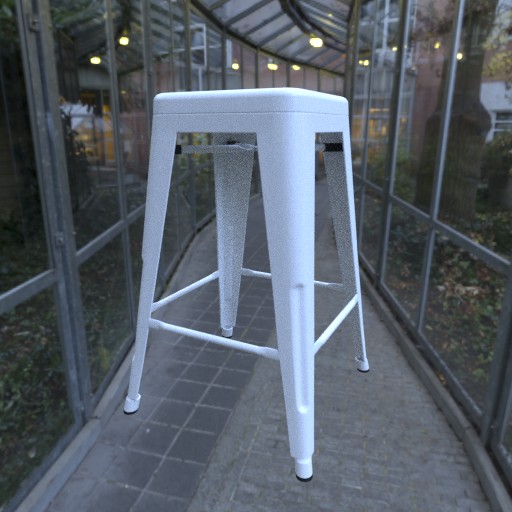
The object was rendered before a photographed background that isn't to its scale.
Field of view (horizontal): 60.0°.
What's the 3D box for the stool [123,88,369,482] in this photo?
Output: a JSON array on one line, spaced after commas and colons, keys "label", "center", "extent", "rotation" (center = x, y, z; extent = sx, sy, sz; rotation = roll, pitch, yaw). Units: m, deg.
[{"label": "stool", "center": [0.000, 0.000, 0.894], "extent": [0.406, 0.610, 0.406], "rotation": [8, 18, 26]}]
